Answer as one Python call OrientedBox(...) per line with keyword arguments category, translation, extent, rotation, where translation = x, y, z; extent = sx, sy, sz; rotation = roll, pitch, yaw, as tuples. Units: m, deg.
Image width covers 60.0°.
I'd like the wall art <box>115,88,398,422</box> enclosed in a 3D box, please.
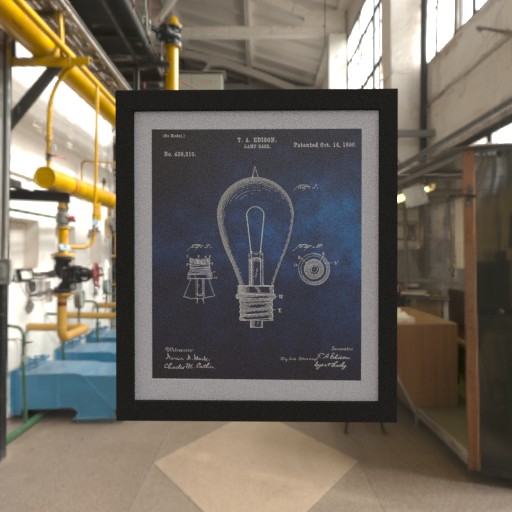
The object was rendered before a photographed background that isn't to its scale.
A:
OrientedBox(category="wall art", translation=(0.000, 0.000, 0.684), extent=(0.428, 0.505, 0.023), rotation=(0, 0, 1))
